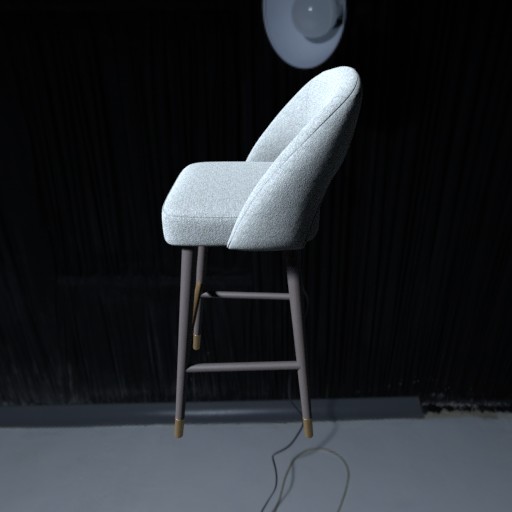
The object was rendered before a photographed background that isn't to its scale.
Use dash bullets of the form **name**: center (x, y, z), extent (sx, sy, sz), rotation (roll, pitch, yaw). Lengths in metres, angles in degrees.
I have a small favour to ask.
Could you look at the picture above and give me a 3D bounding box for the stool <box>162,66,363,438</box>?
- **stool**: center (0.000, 0.000, 1.386), extent (0.524, 1.089, 0.536), rotation (0, 27, 1)
